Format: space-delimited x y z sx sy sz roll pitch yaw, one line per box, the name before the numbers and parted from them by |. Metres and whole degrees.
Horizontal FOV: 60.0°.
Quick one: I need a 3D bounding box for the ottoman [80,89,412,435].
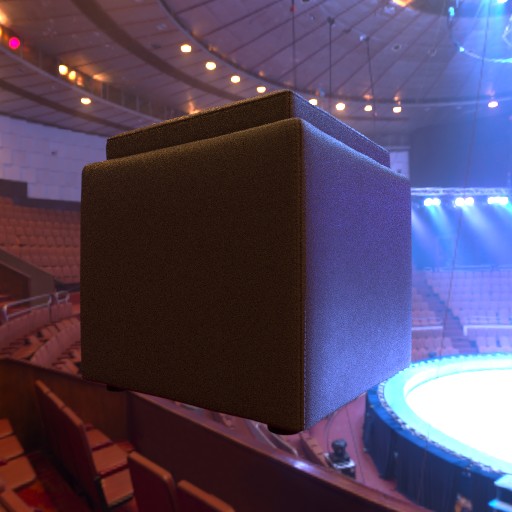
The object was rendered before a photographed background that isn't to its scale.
ottoman | 0.000 0.000 0.815 0.450 0.460 0.451 -1 -2 35
